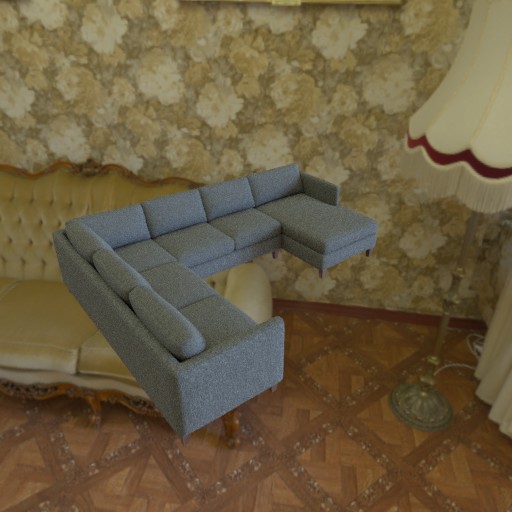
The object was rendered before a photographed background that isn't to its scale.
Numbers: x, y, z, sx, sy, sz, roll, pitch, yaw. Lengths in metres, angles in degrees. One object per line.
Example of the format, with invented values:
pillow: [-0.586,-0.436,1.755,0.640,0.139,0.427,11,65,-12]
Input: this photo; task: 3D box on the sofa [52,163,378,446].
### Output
sofa: [0.000,0.000,4.521,3.238,0.853,2.551,-21,36,-32]
